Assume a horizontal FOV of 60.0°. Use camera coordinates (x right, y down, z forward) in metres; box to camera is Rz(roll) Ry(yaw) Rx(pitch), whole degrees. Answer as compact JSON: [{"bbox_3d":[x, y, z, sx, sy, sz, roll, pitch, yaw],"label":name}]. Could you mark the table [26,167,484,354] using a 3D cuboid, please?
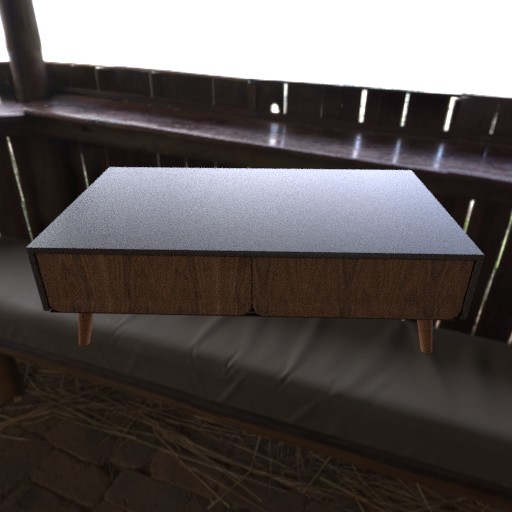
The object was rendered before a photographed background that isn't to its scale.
[{"bbox_3d":[0.000,0.000,1.551,1.201,0.404,0.703,1,29,2],"label":"table"}]
